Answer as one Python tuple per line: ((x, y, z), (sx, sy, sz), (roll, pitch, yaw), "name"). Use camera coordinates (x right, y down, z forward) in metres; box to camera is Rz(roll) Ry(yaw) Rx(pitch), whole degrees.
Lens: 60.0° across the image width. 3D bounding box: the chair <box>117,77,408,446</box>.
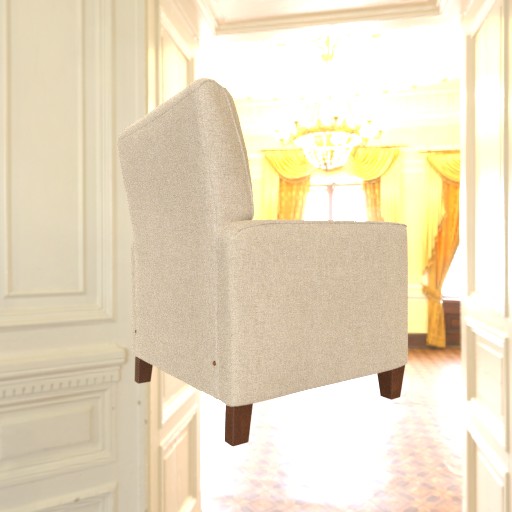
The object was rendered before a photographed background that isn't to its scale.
((0.000, 0.000, 1.690), (0.859, 1.023, 0.845), (0, 0, -35), "chair")
